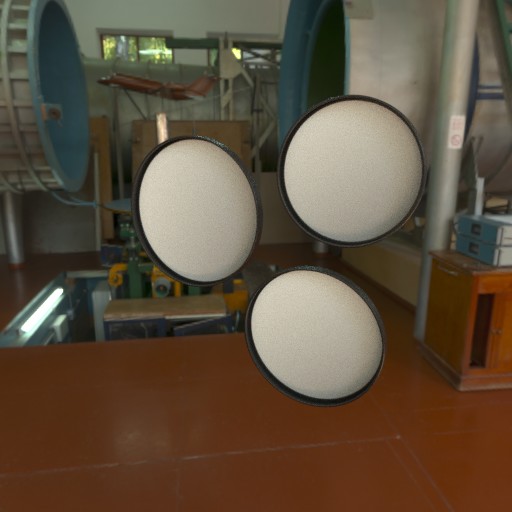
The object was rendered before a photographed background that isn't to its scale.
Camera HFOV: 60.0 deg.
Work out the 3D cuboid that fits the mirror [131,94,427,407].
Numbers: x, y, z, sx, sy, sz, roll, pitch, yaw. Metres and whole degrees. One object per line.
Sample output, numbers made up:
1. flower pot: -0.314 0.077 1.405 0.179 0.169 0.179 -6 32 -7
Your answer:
1. mirror: 0.000 0.000 3.136 2.160 2.096 0.076 7 16 25
